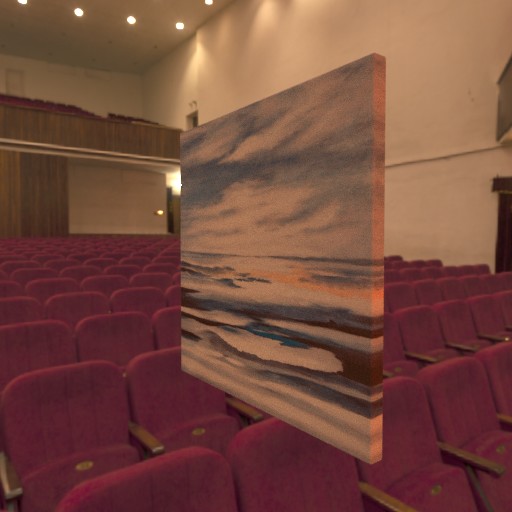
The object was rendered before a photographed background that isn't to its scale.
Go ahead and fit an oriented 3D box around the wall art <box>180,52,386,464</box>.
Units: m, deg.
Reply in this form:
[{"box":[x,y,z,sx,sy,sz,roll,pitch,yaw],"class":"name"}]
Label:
[{"box":[0.000,0.000,1.107,0.035,0.747,0.747,-1,2,-37],"class":"wall art"}]
